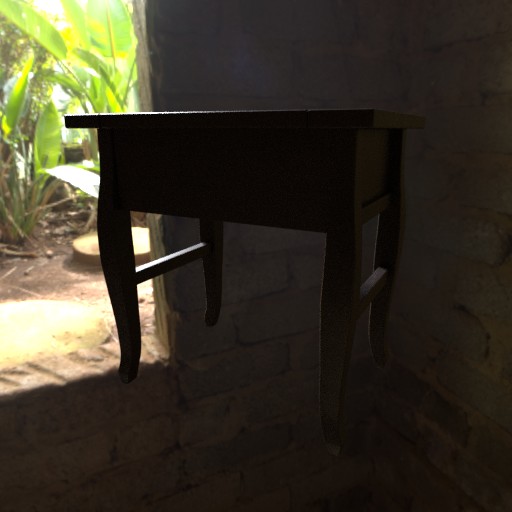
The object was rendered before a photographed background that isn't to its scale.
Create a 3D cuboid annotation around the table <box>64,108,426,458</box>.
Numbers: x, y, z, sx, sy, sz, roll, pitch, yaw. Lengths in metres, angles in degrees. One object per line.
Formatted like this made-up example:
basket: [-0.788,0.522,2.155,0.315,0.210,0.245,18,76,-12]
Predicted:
table: [0.000,0.000,1.000,0.602,0.605,0.460,8,18,27]
